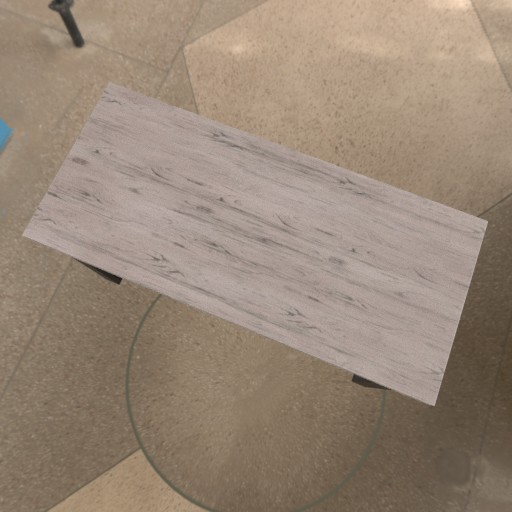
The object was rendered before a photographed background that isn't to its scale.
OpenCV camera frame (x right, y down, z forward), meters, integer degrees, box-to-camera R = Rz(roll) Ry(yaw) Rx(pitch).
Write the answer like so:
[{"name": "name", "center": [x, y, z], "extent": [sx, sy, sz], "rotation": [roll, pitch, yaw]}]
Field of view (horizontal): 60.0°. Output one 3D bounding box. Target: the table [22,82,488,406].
[{"name": "table", "center": [0.000, 0.000, 2.285], "extent": [1.778, 0.899, 0.795], "rotation": [22, 76, 6]}]
